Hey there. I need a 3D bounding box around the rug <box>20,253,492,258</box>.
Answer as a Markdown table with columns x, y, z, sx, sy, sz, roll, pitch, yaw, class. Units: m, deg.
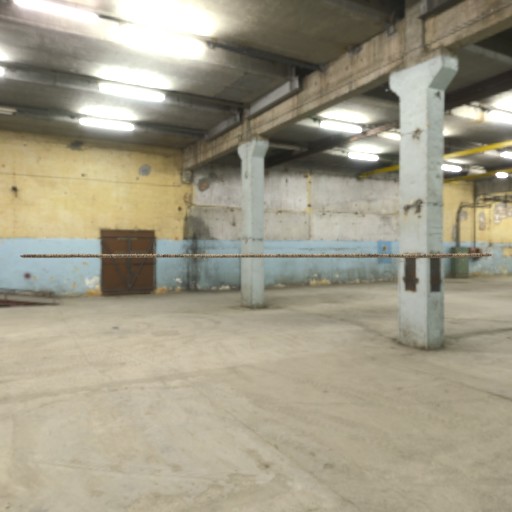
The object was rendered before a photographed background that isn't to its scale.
| x | y | z | sx | sy | sz | roll | pitch | yaw | class |
| --- | --- | --- | --- | --- | --- | --- | --- | --- | --- |
| 0.000 | 0.000 | 4.211 | 3.199 | 0.036 | 2.414 | 0 | 0 | 0 | rug |
